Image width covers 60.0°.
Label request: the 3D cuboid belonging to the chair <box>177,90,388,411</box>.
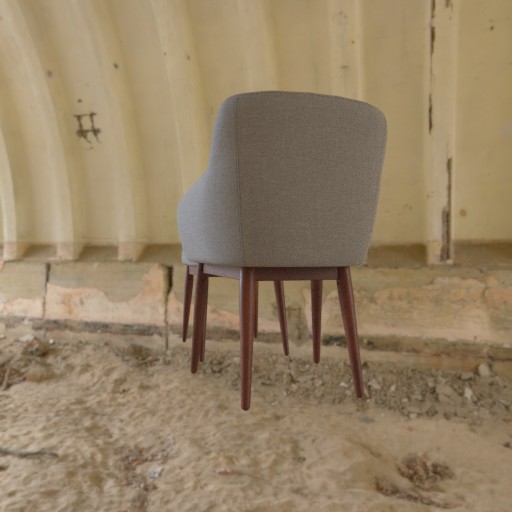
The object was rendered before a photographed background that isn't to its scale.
[{"bbox_3d":[0.000,0.000,1.601,0.584,0.799,1.107,0,0,-18],"label":"chair"}]
